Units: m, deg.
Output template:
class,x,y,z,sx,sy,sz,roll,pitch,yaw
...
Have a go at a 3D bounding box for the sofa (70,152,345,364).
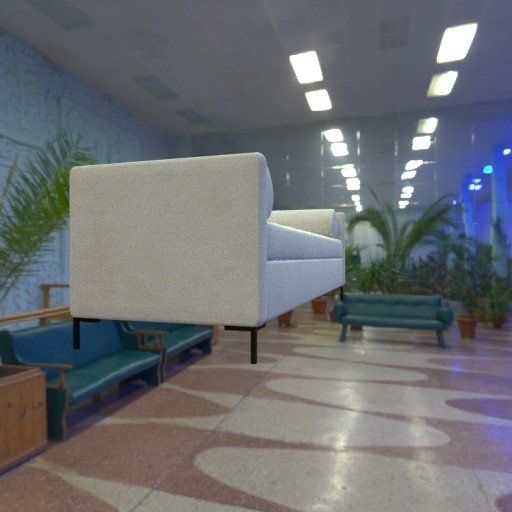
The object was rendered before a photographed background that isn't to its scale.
class,x,y,z,sx,sy,sz,roll,pitch,yaw
sofa,0.000,0.000,2.329,0.686,0.635,1.981,0,0,18
